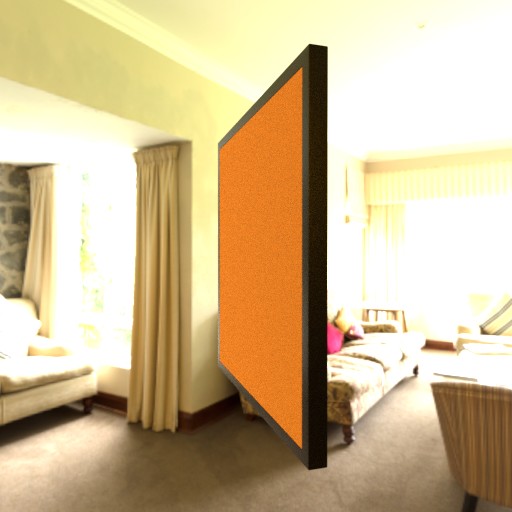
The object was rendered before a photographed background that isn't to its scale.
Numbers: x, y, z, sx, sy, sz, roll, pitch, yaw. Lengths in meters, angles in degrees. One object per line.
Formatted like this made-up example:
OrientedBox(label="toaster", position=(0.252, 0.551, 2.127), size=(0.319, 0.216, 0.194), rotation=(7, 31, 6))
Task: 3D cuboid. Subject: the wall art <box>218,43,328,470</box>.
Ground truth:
OrientedBox(label="wall art", position=(0.000, 0.000, 1.154), size=(0.038, 0.761, 0.755), rotation=(0, 1, -17))
